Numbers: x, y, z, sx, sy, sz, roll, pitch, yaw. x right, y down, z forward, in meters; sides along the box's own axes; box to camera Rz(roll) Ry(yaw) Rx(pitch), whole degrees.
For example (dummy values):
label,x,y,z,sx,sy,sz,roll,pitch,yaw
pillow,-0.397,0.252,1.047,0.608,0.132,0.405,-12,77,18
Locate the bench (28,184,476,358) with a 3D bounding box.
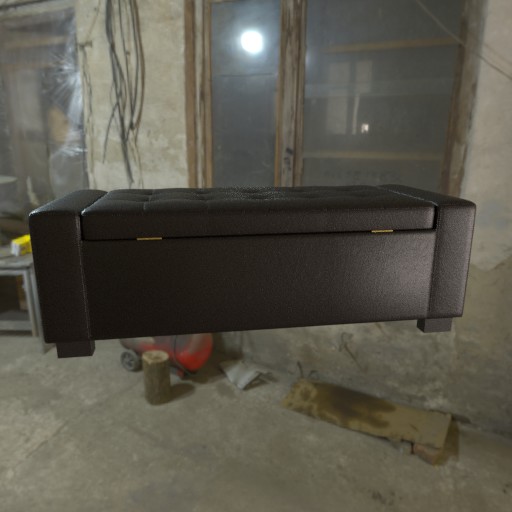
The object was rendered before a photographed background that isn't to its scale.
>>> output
label,x,y,z,sx,sy,sz,roll,pitch,yaw
bench,0.000,0.000,1.543,1.296,0.445,0.508,-2,15,-8
